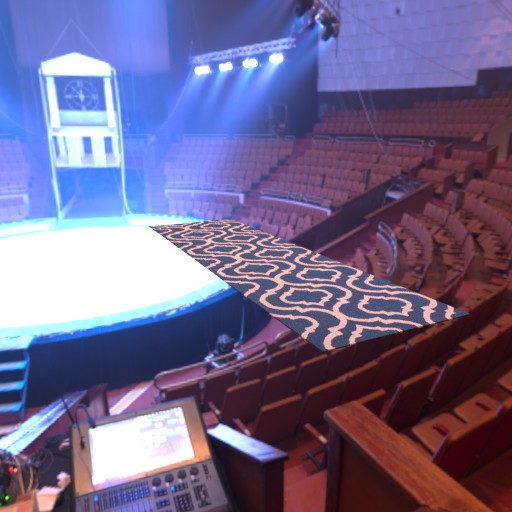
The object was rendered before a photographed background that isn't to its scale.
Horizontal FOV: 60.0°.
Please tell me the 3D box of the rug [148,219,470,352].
[{"bbox_3d":[0.000,0.000,2.548,0.685,0.006,2.296,-7,17,-26],"label":"rug"}]
